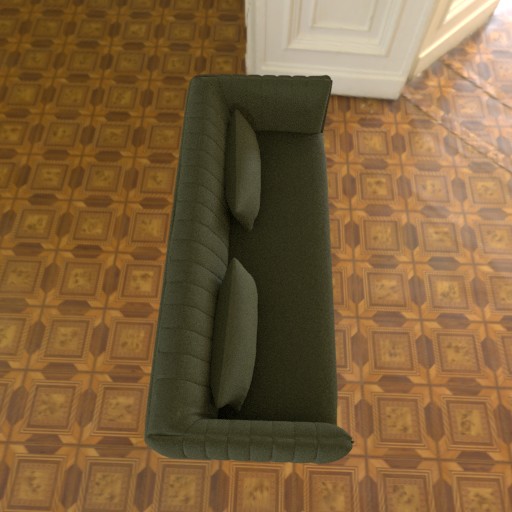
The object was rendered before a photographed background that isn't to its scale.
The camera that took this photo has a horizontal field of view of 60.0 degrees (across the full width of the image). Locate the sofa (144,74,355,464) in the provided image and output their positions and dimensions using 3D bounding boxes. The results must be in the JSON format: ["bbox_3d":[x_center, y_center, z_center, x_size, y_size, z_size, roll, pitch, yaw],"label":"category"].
[{"bbox_3d":[0.000,0.000,2.536,0.896,0.793,2.137,2,65,1],"label":"sofa"}]
